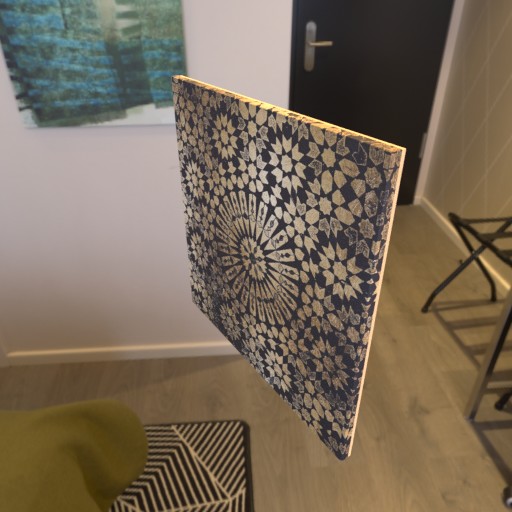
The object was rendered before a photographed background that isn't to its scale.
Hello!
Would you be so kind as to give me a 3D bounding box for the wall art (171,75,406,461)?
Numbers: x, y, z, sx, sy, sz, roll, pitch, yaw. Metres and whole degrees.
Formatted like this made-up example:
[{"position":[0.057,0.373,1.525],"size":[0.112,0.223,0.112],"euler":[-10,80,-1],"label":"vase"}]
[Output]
[{"position":[0.000,0.000,1.359],"size":[0.038,0.914,0.914],"euler":[-20,37,-29],"label":"wall art"}]
